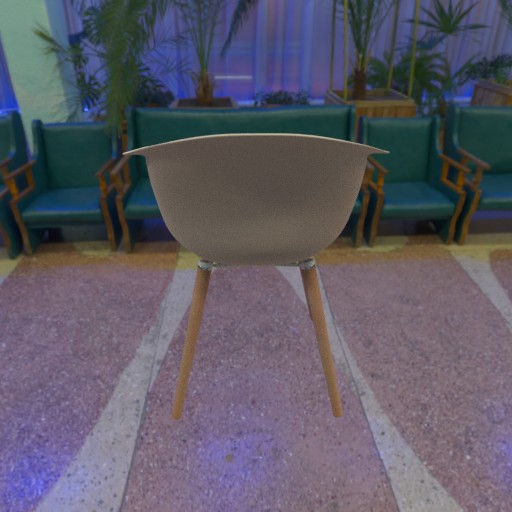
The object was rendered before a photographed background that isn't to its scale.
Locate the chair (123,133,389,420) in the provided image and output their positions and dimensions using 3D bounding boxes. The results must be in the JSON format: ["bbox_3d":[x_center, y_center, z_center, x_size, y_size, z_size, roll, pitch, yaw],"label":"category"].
[{"bbox_3d":[0.000,0.000,1.178,0.593,0.781,0.504,-1,30,-1],"label":"chair"}]
